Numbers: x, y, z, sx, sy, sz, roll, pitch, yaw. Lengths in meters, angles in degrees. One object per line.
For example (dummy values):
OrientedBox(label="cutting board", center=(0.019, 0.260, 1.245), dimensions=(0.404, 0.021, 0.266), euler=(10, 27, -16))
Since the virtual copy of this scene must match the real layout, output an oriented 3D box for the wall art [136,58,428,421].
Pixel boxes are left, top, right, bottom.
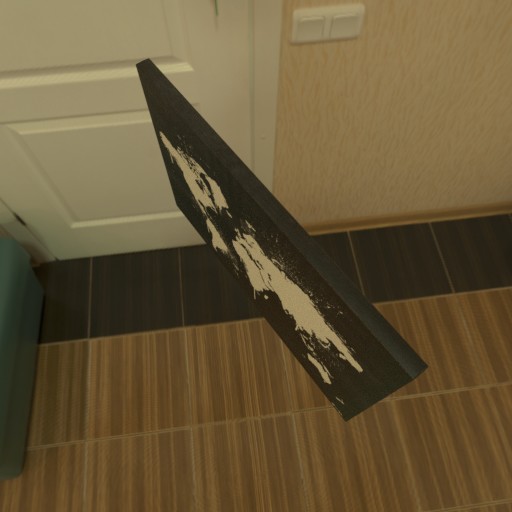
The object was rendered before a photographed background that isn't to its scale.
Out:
OrientedBox(label="wall art", center=(0.000, 0.000, 1.161), dimensions=(0.038, 0.612, 0.912), euler=(-33, 68, -15))
